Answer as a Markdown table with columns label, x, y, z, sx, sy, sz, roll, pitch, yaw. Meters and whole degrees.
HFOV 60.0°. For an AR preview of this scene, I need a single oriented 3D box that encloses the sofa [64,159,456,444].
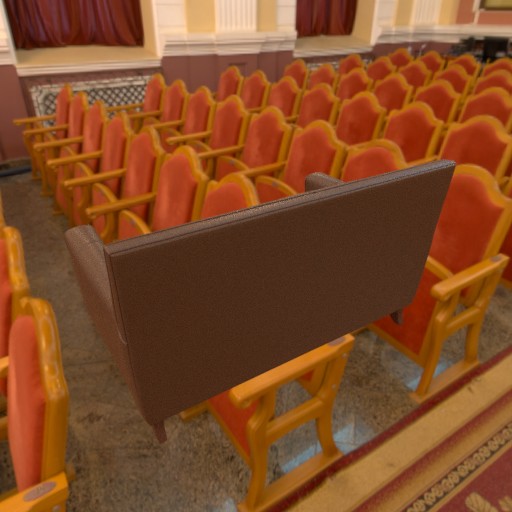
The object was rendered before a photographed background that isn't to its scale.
| label | x | y | z | sx | sy | sz | roll | pitch | yaw |
| --- | --- | --- | --- | --- | --- | --- | --- | --- | --- |
| sofa | 0.000 | 0.000 | 2.027 | 1.468 | 0.859 | 0.853 | -17 | 34 | -28 |
